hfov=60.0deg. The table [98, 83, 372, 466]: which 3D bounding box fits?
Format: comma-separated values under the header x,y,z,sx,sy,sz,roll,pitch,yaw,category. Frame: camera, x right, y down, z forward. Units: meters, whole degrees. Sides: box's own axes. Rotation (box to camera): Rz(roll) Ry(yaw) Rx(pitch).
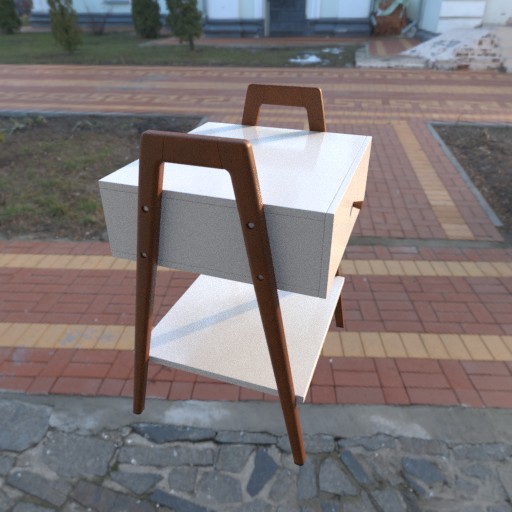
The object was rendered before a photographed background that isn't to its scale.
x,y,z,sx,sy,sz,roll,pitch,yaw,category
0.000,0.000,0.928,0.405,0.610,0.457,10,32,17,table
